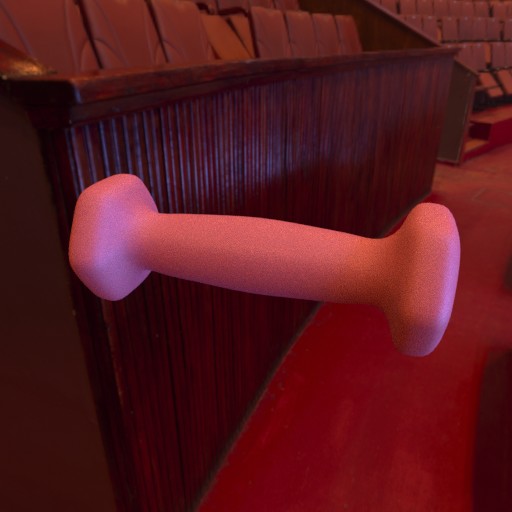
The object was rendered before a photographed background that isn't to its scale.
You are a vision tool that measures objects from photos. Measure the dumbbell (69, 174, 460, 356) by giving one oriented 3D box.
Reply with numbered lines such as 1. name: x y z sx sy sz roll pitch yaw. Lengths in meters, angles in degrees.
1. dumbbell: 0.000 0.000 0.149 0.123 0.043 0.047 8 28 15
